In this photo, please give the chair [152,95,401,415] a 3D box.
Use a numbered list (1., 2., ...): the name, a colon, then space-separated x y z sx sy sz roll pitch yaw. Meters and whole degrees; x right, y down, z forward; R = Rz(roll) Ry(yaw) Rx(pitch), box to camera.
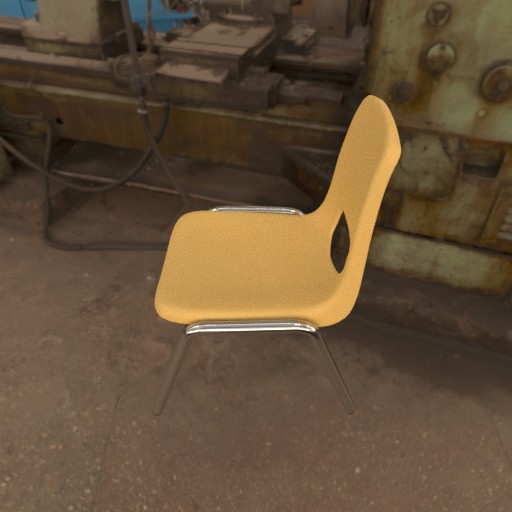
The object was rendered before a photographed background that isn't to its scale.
1. chair: 0.000 0.000 0.852 0.423 0.586 0.354 1 42 1
